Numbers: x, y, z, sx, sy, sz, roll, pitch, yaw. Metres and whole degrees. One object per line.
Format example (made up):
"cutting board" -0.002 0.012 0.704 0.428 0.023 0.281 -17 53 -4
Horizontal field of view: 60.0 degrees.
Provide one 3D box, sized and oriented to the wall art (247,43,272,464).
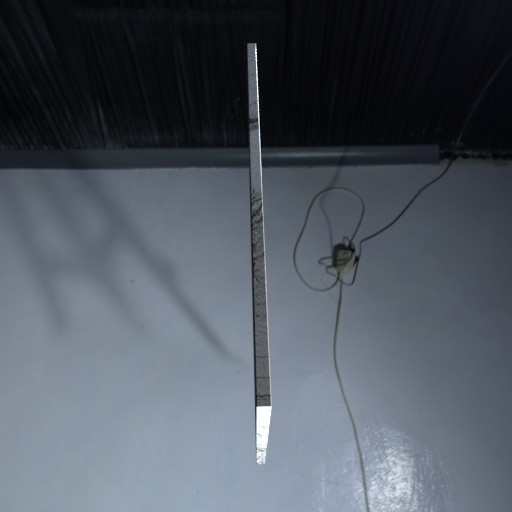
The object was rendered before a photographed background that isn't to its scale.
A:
"wall art" 0.000 0.000 1.155 0.023 0.607 0.914 -1 58 -1
